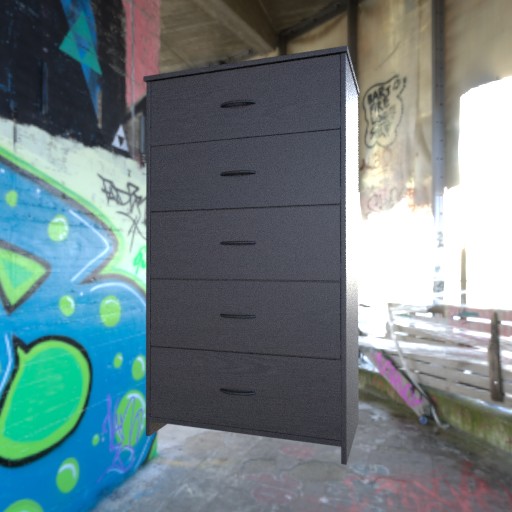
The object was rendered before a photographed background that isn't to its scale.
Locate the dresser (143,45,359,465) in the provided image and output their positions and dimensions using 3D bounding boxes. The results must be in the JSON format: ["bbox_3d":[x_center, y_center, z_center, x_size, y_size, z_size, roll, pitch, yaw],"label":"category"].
[{"bbox_3d":[0.000,0.000,1.612,0.704,1.254,0.418,0,-1,19],"label":"dresser"}]
